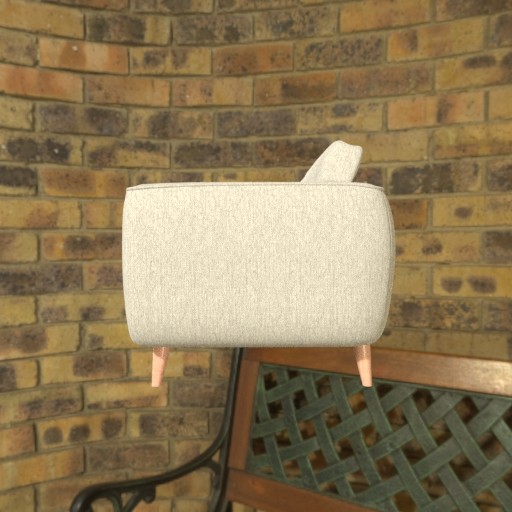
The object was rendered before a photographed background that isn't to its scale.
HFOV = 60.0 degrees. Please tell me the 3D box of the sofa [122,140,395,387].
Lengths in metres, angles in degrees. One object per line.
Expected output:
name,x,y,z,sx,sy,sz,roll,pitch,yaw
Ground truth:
sofa,0.000,0.000,2.196,0.920,0.850,1.700,0,2,0
